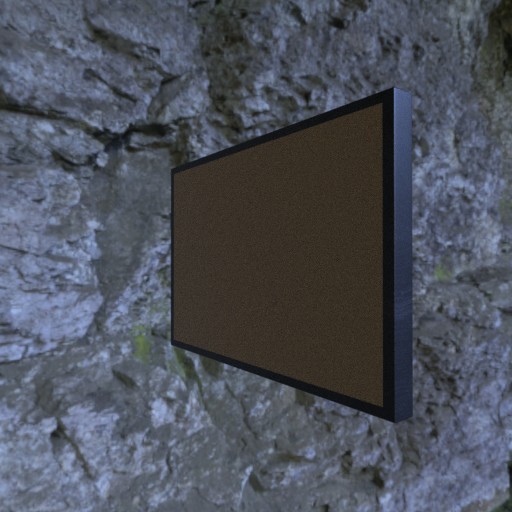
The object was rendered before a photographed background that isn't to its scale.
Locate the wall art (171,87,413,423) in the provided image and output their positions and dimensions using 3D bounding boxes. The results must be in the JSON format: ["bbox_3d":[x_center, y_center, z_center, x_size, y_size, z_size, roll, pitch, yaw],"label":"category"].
[{"bbox_3d":[0.000,0.000,0.790,0.038,0.409,0.610,0,-1,-37],"label":"wall art"}]
